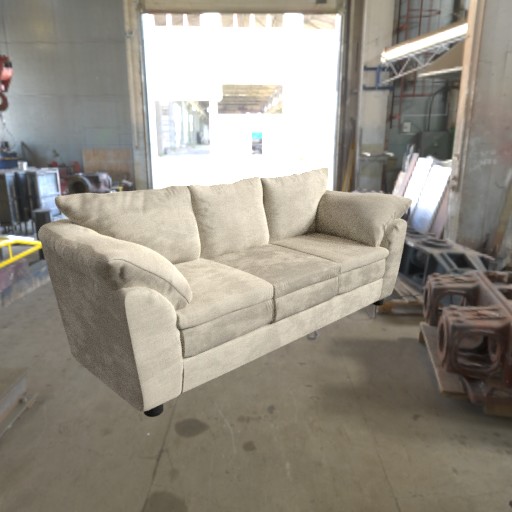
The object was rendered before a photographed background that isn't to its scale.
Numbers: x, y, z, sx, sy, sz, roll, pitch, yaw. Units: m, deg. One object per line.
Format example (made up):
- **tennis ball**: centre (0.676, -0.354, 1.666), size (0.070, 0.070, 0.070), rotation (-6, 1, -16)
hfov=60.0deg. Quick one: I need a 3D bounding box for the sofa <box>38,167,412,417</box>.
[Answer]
- **sofa**: centre (0.000, 0.000, 2.778), size (2.377, 0.981, 0.893), rotation (-14, 21, -43)
